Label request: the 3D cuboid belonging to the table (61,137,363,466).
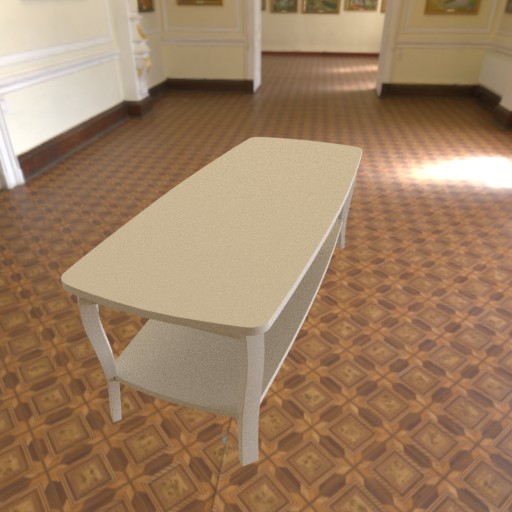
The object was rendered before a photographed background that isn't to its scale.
[{"bbox_3d":[0.000,0.000,1.577,0.561,0.474,1.334,11,32,17],"label":"table"}]
